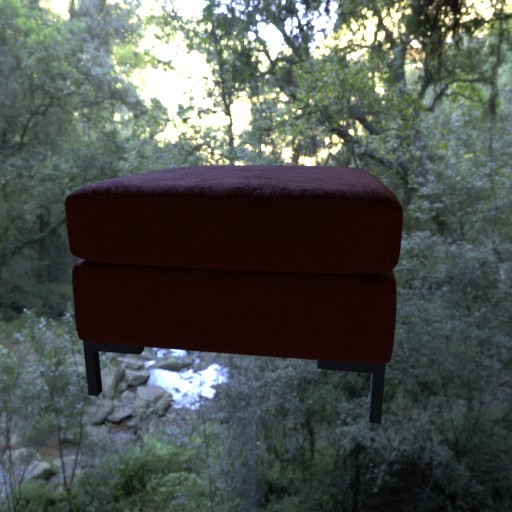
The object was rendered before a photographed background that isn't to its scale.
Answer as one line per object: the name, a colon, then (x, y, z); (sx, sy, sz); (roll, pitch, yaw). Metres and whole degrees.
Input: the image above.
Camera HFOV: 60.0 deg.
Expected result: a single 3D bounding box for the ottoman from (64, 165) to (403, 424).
ottoman: (0.000, 0.000, 1.200); (0.650, 0.462, 0.782); (2, 15, 9)
